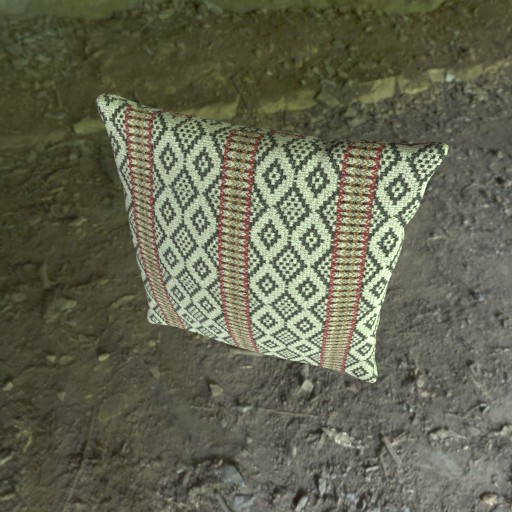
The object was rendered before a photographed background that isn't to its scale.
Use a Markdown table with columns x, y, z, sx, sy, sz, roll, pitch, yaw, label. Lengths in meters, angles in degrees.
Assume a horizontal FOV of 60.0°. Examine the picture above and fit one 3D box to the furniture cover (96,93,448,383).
| x | y | z | sx | sy | sz | roll | pitch | yaw | label |
| --- | --- | --- | --- | --- | --- | --- | --- | --- | --- |
| 0.000 | 0.000 | 0.770 | 0.503 | 0.506 | 0.182 | 12 | 42 | 14 | furniture cover |
